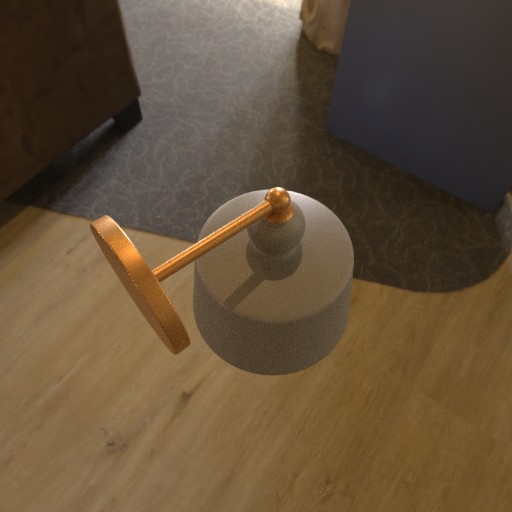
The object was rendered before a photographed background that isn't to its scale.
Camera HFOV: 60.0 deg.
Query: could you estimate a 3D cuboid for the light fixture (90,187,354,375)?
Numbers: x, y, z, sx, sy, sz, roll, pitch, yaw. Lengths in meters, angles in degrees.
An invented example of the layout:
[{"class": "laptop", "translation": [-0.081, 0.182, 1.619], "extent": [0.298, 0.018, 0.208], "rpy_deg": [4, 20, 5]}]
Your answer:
[{"class": "light fixture", "translation": [0.000, 0.000, 0.460], "extent": [0.254, 0.268, 0.204], "rpy_deg": [-34, 64, -19]}]
